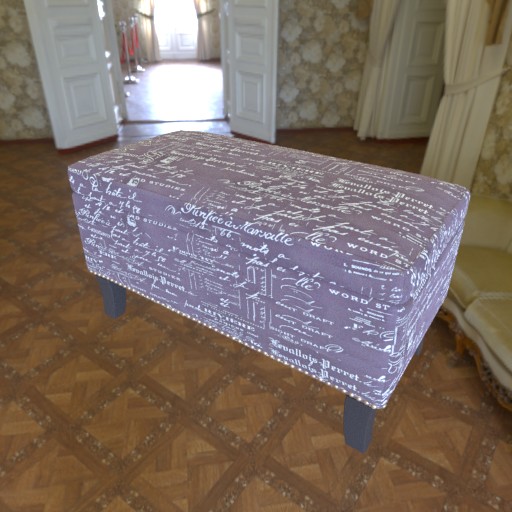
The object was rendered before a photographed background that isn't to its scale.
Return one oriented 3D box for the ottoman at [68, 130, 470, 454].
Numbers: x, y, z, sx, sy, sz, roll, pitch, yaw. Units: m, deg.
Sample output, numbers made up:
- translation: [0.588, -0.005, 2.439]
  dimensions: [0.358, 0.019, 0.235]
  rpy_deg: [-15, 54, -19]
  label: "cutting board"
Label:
- translation: [0.000, 0.000, 1.057]
  dimensions: [0.813, 0.457, 0.406]
  rpy_deg: [19, 36, 29]
  label: "ottoman"
